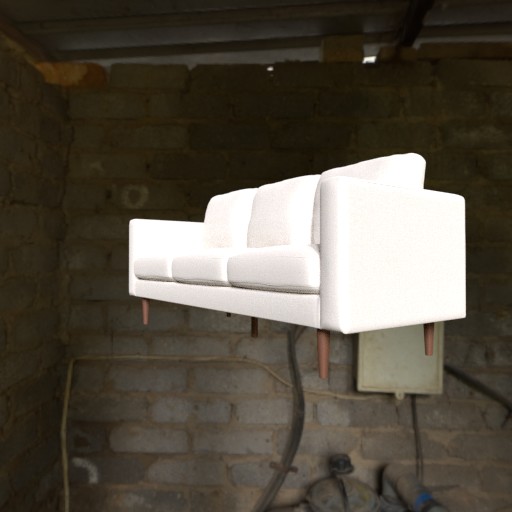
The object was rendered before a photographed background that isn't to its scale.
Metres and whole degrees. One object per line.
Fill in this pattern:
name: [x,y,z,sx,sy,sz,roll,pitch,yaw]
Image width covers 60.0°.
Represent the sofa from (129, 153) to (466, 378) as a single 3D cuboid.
sofa: [0.000,0.000,2.503,0.802,0.912,2.029,0,-1,-36]
